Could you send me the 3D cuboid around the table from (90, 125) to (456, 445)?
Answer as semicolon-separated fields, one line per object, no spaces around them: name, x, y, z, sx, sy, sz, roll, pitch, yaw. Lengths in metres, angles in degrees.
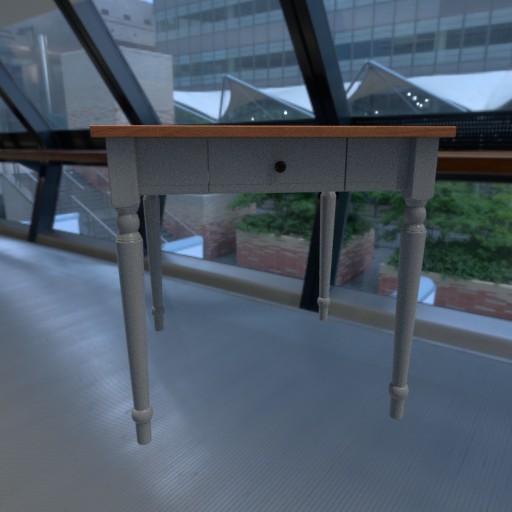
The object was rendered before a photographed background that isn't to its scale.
table;0.000;0.000;1.338;0.747;0.738;0.747;-2;15;-8
